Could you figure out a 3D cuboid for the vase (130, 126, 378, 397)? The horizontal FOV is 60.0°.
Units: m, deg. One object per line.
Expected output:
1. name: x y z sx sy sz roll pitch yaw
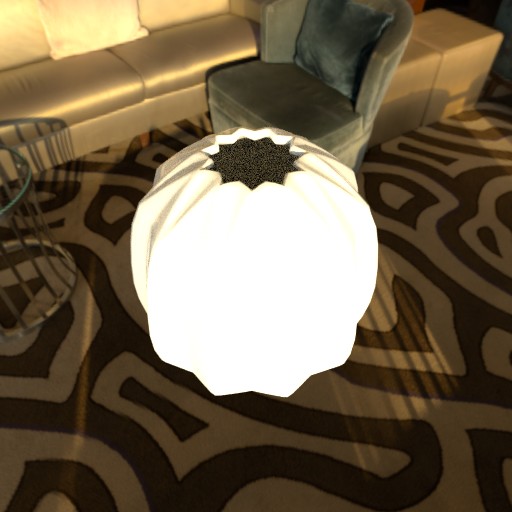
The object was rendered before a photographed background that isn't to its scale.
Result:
1. vase: 0.000 0.000 0.251 0.139 0.134 0.139 0 47 0
